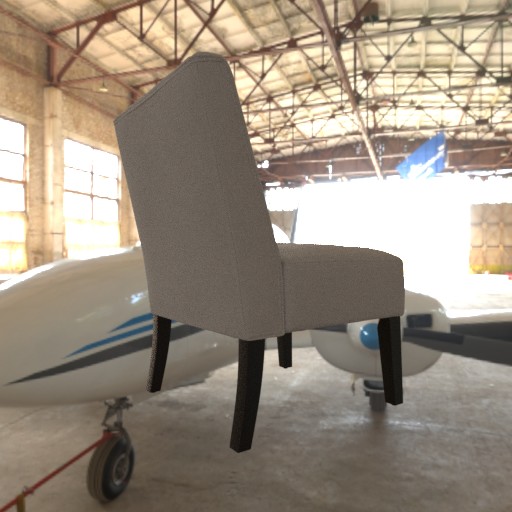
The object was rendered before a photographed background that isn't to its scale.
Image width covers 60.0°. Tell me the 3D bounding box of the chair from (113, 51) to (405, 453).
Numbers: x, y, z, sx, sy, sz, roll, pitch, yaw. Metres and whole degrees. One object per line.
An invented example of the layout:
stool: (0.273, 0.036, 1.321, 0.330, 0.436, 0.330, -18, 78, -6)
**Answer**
chair: (0.000, 0.000, 1.299, 0.676, 0.853, 0.569, 0, 0, -35)
